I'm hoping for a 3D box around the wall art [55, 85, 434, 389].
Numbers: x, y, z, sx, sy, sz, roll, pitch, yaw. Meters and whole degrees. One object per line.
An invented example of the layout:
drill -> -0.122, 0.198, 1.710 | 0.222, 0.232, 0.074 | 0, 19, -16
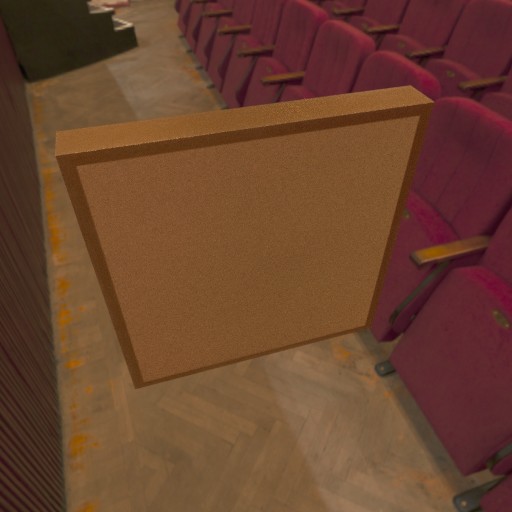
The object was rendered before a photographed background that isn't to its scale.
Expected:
wall art -> 0.000, 0.000, 0.459 | 0.306, 0.305, 0.038 | -12, 44, -13
